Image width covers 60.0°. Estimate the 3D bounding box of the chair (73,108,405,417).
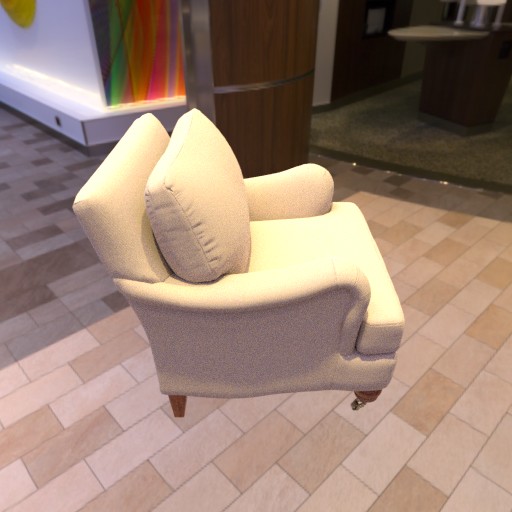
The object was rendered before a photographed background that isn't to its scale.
[{"bbox_3d":[0.000,0.000,1.878,1.070,1.038,0.955,0,33,0],"label":"chair"}]
